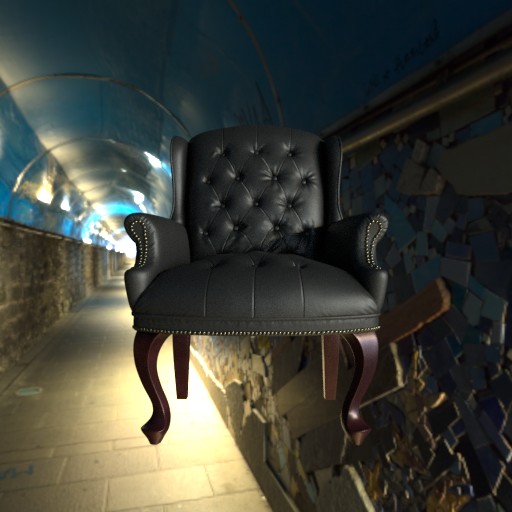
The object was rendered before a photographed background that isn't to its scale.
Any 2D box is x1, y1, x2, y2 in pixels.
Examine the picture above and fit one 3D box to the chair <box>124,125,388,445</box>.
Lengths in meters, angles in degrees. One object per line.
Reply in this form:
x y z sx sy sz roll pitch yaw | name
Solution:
0.000 0.000 1.617 0.838 1.111 0.762 0 1 0 | chair
